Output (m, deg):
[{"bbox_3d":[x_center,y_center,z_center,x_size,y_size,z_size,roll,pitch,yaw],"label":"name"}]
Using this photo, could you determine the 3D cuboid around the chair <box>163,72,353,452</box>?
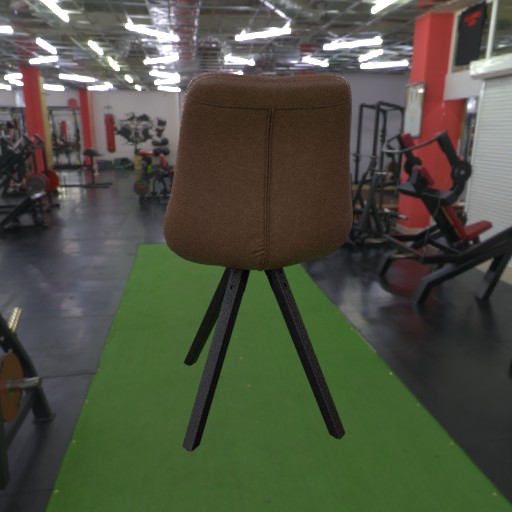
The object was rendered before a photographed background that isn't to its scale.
[{"bbox_3d":[0.000,0.000,1.184,0.475,0.850,0.550,-2,16,-7],"label":"chair"}]
